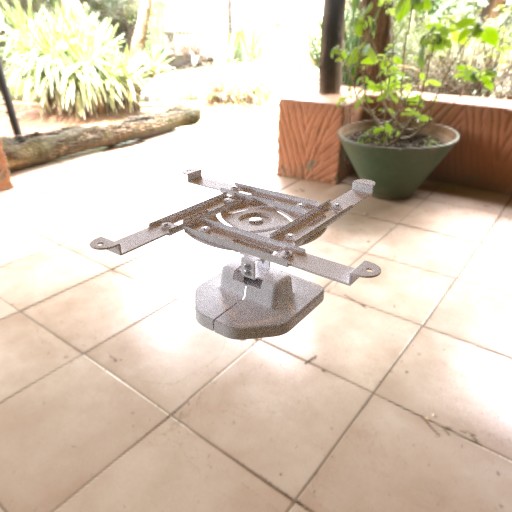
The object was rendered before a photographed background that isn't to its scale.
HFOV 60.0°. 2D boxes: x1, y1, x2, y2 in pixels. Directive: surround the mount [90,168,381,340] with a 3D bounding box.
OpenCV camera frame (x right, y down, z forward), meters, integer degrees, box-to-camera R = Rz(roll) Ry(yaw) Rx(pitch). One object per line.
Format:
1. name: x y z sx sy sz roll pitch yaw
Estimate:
1. mount: 0.000 0.000 0.604 0.394 0.141 0.394 19 33 32
